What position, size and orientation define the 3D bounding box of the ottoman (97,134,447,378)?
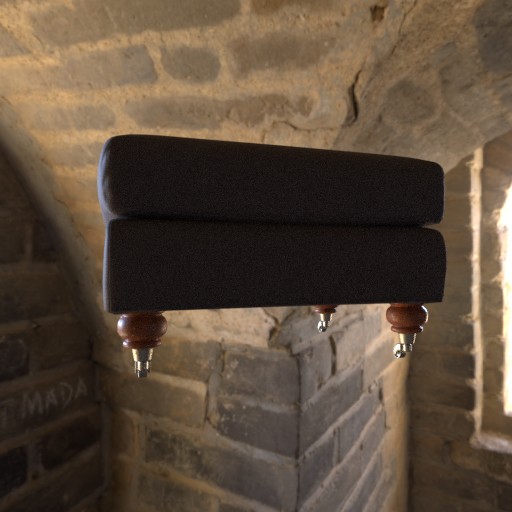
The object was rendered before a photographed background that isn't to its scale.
[{"bbox_3d":[0.000,0.000,1.158,0.773,0.497,0.574,0,-1,-18],"label":"ottoman"}]
